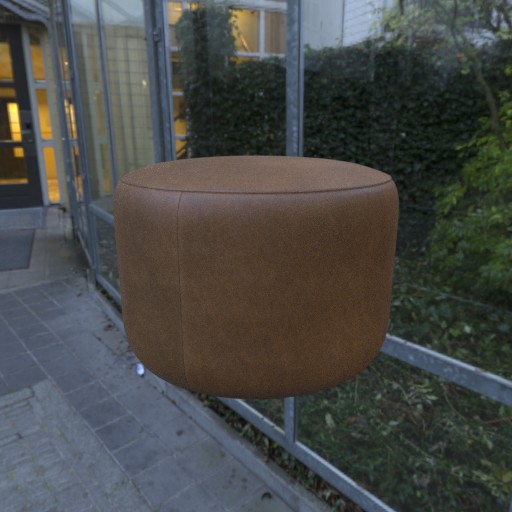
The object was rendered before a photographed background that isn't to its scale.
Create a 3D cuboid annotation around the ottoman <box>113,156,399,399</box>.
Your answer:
[{"bbox_3d":[0.000,0.000,1.019,0.607,0.438,0.607,0,16,0],"label":"ottoman"}]
